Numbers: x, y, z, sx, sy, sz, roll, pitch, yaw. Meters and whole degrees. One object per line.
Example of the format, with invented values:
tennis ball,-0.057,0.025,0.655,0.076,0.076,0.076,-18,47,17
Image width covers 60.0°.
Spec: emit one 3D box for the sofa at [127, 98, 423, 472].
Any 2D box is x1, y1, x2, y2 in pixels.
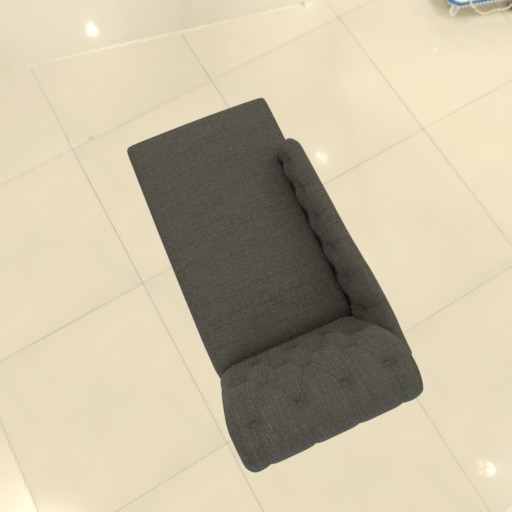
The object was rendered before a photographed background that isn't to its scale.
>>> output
sofa,0.000,0.000,1.808,0.675,0.787,1.379,-23,76,-6
